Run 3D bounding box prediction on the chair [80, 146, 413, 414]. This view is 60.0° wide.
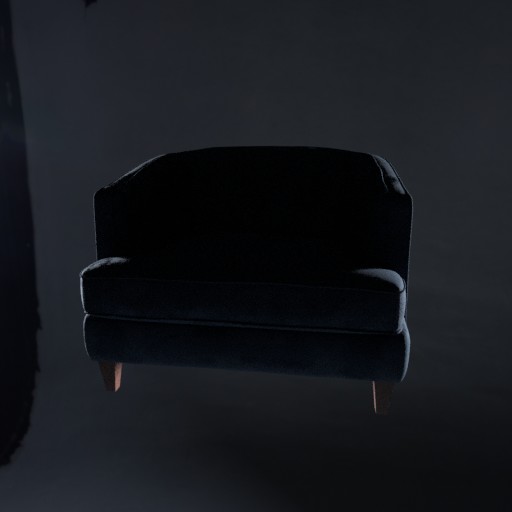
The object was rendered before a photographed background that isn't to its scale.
[{"bbox_3d":[0.000,0.000,1.776,1.094,0.852,0.940,2,14,8],"label":"chair"}]
